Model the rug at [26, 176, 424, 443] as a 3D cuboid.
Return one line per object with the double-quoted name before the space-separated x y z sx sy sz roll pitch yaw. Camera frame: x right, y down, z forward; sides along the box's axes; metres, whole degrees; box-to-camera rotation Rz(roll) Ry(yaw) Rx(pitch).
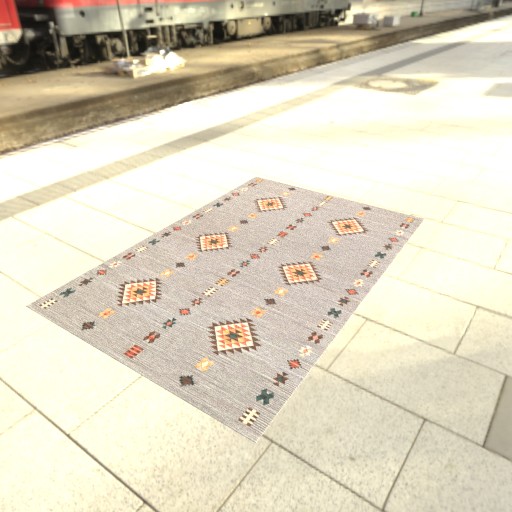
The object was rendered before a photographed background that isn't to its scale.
"rug" 0.000 0.000 2.301 1.217 0.005 1.818 20 37 28
